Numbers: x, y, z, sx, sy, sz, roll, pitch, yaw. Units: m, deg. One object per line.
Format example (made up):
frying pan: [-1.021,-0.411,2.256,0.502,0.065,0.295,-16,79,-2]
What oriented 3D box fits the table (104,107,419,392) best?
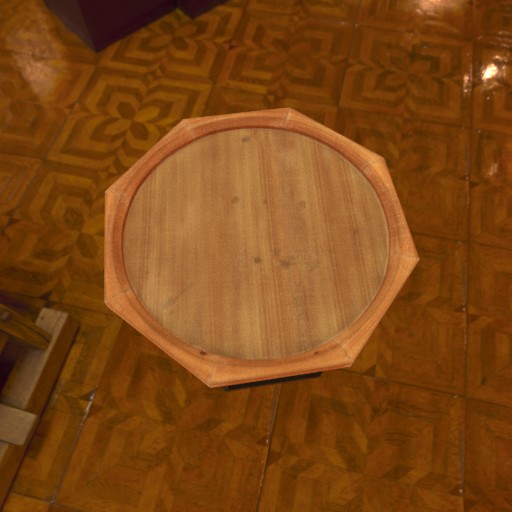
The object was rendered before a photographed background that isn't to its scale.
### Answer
table: [0.000,0.000,1.567,1.002,0.444,1.002,0,63,0]
